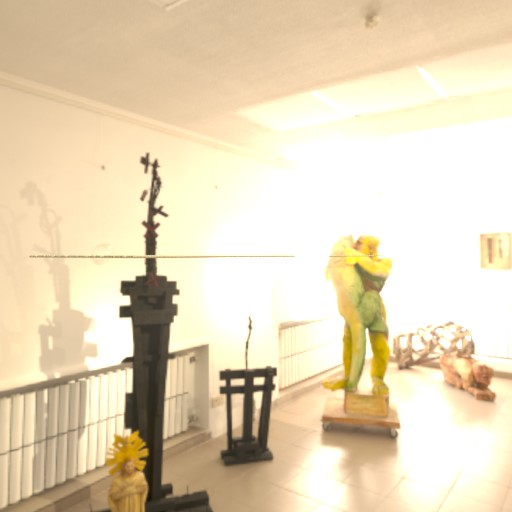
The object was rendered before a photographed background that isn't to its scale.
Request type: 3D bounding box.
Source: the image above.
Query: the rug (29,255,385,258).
[{"bbox_3d":[0.000,0.000,2.756,0.750,0.009,2.435,0,0,37],"label":"rug"}]
